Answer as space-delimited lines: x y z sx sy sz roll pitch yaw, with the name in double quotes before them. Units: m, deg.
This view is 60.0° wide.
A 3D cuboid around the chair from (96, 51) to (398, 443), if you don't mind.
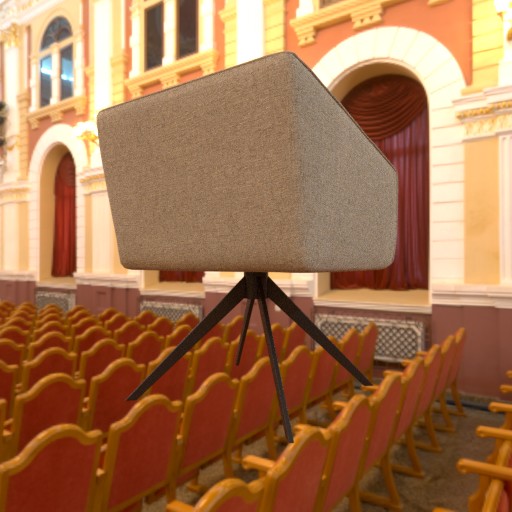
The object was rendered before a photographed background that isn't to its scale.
"chair" 0.000 0.000 1.239 0.628 0.760 0.623 0 -1 36
